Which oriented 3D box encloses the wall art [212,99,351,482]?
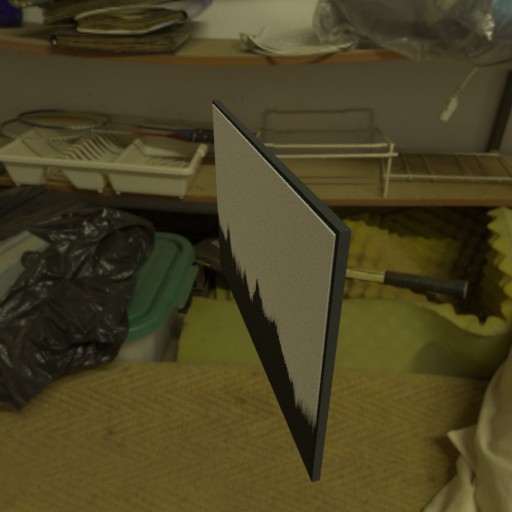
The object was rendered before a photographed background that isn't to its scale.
[{"bbox_3d":[0.000,0.000,1.536,0.028,0.805,1.190,-9,32,-14],"label":"wall art"}]
